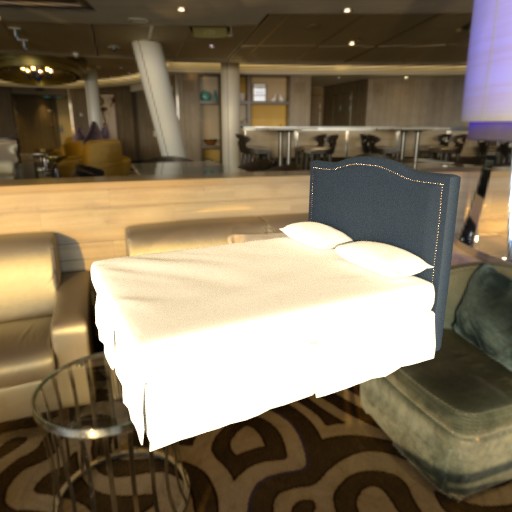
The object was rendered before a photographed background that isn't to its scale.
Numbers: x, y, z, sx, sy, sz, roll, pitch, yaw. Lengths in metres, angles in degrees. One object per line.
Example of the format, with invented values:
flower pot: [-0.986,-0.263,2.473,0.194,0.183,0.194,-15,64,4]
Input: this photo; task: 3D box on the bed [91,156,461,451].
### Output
bed: [0.000,0.000,3.407,2.282,1.436,1.821,-8,18,-26]
